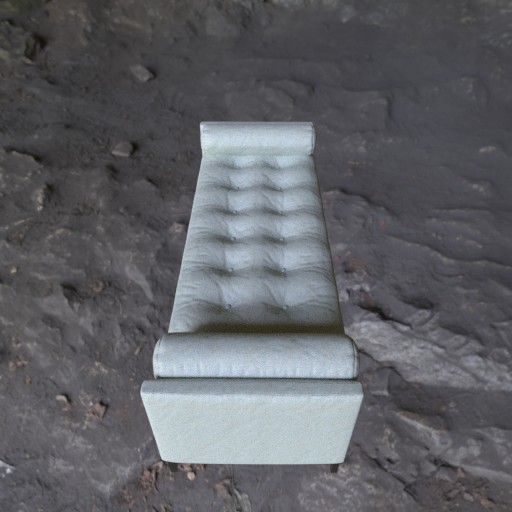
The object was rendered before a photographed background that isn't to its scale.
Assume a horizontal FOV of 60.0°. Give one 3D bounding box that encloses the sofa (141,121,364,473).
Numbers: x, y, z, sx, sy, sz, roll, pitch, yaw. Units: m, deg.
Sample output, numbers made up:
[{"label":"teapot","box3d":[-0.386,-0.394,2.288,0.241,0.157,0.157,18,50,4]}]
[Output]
[{"label":"sofa","box3d":[0.000,0.000,2.471,0.796,0.705,2.102,0,42,0]}]
